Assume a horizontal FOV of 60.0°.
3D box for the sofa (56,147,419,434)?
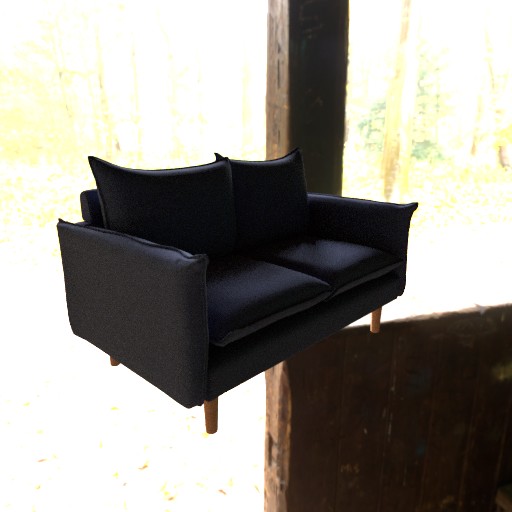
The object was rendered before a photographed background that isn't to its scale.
[{"bbox_3d":[0.000,0.000,1.842,0.820,0.840,1.300,15,21,42],"label":"sofa"}]
